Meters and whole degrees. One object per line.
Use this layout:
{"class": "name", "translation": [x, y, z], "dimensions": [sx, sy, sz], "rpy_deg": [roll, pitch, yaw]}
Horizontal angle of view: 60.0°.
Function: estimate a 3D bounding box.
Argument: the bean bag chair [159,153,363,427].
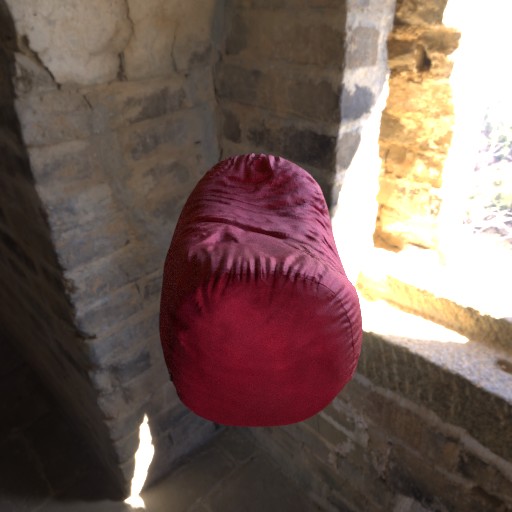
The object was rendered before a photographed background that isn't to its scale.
{"class": "bean bag chair", "translation": [0.000, 0.000, 2.952], "dimensions": [1.216, 0.867, 2.293], "rpy_deg": [0, 31, -1]}
